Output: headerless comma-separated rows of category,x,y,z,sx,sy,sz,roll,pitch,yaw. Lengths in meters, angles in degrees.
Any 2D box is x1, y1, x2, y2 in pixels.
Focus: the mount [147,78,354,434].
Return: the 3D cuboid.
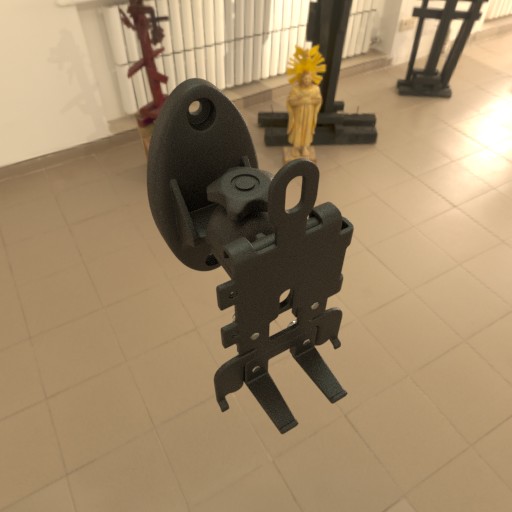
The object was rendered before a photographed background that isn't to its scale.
mount,0.000,0.000,0.180,0.066,0.118,0.100,-23,51,-21
